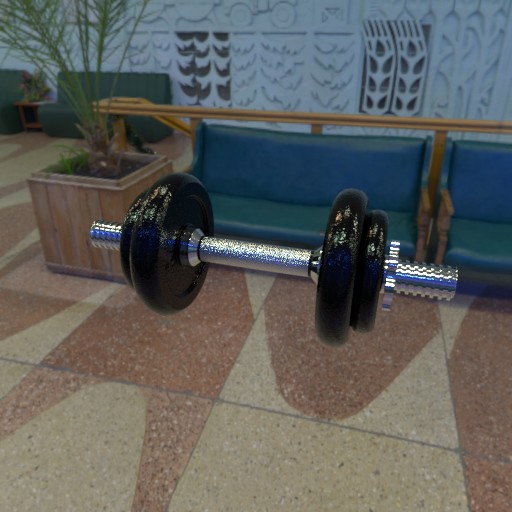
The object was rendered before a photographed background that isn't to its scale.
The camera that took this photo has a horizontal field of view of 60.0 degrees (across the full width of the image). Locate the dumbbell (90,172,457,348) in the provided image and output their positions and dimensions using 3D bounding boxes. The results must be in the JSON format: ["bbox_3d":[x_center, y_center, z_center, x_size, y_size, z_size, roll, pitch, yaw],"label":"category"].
[{"bbox_3d":[0.000,0.000,0.595,0.497,0.202,0.202,8,28,15],"label":"dumbbell"}]
